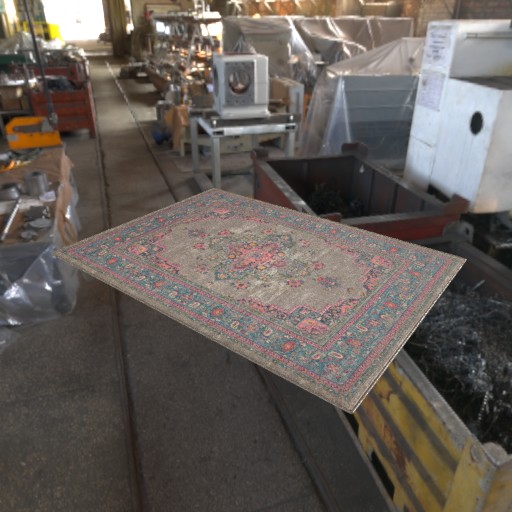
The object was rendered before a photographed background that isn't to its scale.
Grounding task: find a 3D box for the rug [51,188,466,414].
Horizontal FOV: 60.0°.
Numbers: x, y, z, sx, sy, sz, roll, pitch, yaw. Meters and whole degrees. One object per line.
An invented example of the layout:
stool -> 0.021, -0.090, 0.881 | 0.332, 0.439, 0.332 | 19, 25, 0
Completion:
rug -> 0.000, 0.000, 2.910 | 2.214, 0.013, 1.609 | 20, 34, 33
